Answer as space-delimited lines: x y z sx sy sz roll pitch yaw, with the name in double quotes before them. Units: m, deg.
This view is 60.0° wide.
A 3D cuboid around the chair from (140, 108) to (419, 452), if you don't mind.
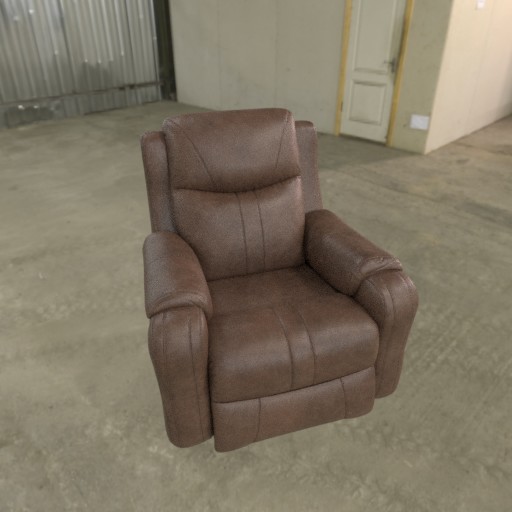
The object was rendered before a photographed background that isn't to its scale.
"chair" 0.000 0.000 1.806 0.940 0.990 1.067 -9 32 -14
